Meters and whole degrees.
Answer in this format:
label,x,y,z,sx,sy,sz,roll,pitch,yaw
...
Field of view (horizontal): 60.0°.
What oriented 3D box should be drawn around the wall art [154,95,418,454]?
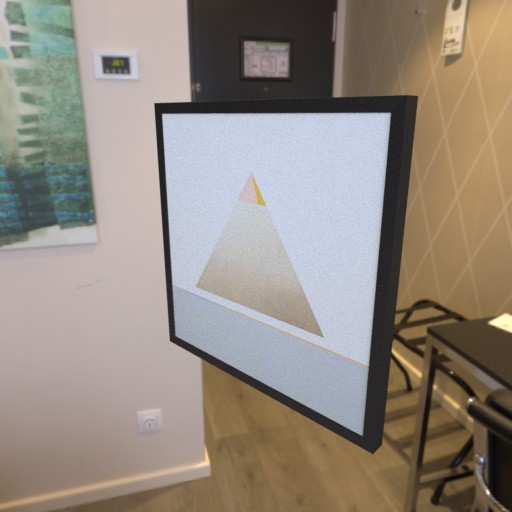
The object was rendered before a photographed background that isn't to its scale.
label,x,y,z,sx,sy,sz,roll,pitch,yaw
wall art,0.000,0.000,1.155,0.769,0.766,0.042,16,24,41
